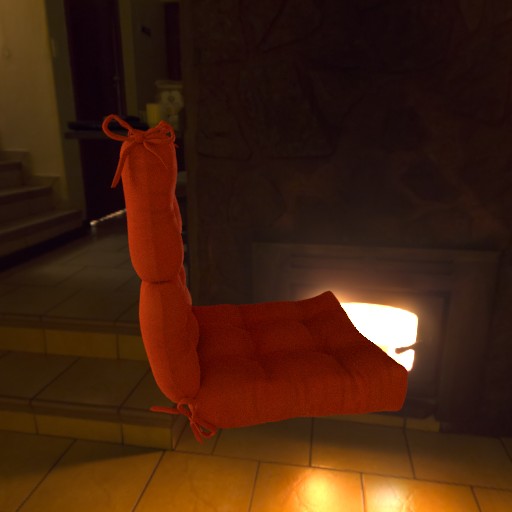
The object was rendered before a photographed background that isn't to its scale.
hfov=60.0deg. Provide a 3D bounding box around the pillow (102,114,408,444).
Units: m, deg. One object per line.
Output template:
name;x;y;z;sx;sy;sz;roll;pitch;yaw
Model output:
pillow;0.000;0.000;1.021;0.571;0.605;0.519;-3;16;-10
